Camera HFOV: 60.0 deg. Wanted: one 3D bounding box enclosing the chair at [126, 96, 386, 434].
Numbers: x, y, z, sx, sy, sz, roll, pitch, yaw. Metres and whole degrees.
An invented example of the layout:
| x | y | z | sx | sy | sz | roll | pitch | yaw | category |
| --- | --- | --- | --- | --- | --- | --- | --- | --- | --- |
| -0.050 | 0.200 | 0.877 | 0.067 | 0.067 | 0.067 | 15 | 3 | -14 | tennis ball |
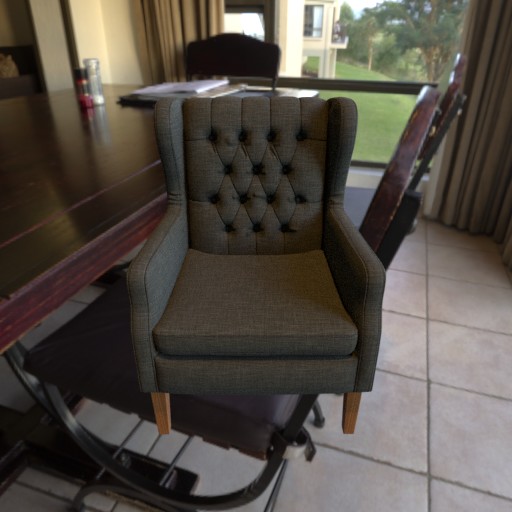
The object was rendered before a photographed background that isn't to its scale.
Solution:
| x | y | z | sx | sy | sz | roll | pitch | yaw | category |
| --- | --- | --- | --- | --- | --- | --- | --- | --- | --- |
| 0.000 | 0.000 | 1.504 | 0.711 | 0.953 | 0.775 | 0 | 29 | 0 | chair |
